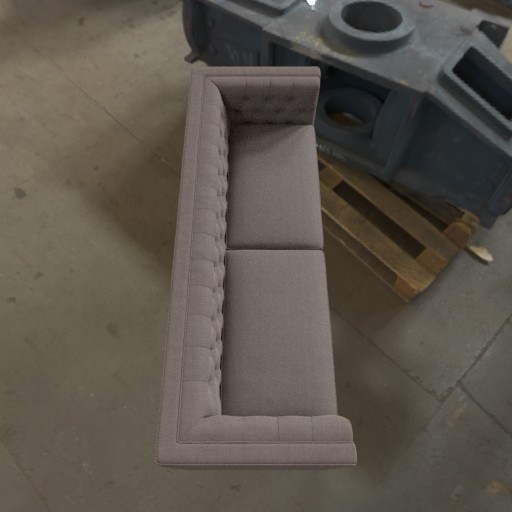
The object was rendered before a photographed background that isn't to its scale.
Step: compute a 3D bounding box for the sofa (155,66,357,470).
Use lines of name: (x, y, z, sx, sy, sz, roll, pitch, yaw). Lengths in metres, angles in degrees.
sofa: (0.000, 0.000, 2.491, 0.775, 0.762, 2.159, 0, 63, 0)
